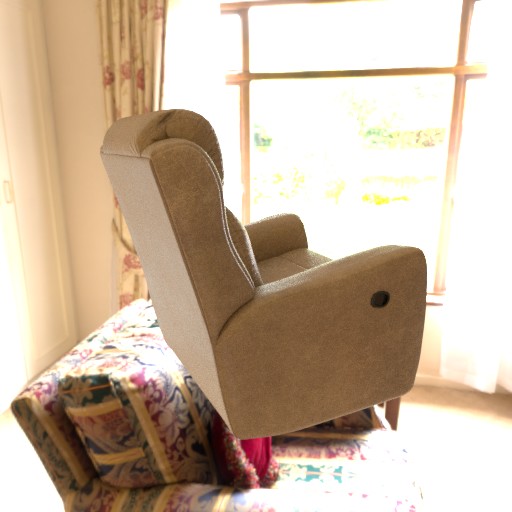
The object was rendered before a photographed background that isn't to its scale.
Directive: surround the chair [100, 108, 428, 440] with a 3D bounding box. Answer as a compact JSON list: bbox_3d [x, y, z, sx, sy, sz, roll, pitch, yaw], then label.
[{"bbox_3d":[0.000,0.000,1.853,1.068,1.116,0.965,-7,16,-27],"label":"chair"}]
